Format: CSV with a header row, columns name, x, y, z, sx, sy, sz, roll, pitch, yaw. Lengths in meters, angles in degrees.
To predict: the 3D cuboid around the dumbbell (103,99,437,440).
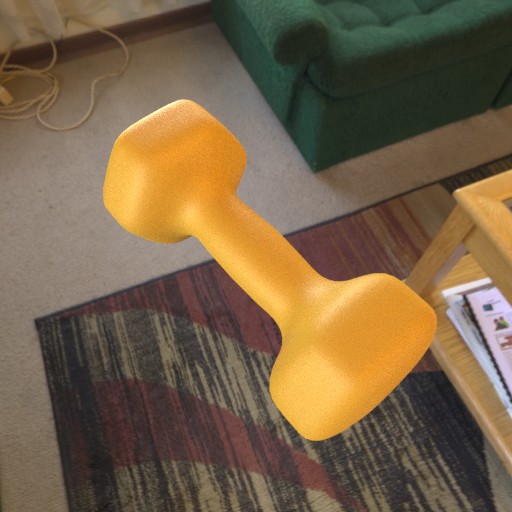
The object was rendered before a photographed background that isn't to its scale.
name,x,y,z,sx,sy,sz,roll,pitch,yaw
dumbbell,0.000,0.000,0.239,0.090,0.082,0.190,-36,67,-19
